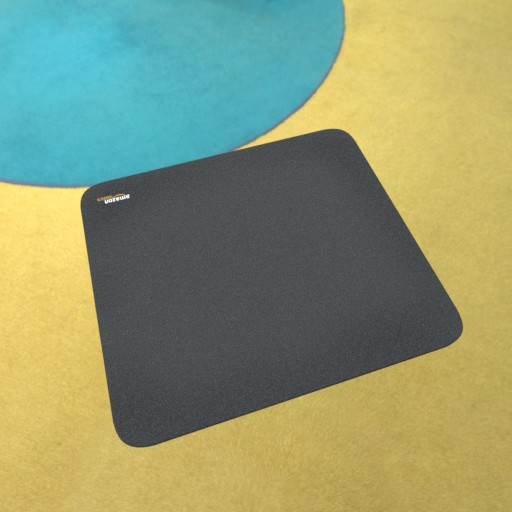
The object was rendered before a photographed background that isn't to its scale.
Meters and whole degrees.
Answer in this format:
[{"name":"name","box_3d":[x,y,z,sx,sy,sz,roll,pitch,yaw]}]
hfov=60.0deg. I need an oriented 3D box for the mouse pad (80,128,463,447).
[{"name":"mouse pad","box_3d":[0.000,0.000,0.317,0.229,0.003,0.203,-16,60,-9]}]
